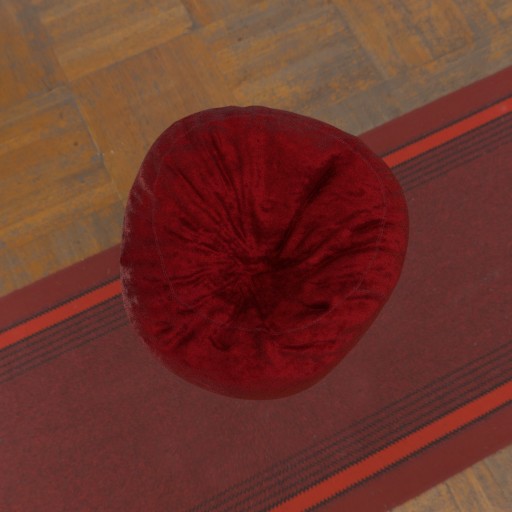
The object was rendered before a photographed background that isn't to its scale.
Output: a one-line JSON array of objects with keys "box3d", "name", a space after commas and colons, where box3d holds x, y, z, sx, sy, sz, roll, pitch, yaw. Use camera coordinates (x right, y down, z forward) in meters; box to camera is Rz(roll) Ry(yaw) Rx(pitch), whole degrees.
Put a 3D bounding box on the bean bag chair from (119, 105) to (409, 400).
[{"box3d": [0.000, 0.000, 2.465, 1.524, 0.878, 1.524, 18, 76, 5], "name": "bean bag chair"}]
